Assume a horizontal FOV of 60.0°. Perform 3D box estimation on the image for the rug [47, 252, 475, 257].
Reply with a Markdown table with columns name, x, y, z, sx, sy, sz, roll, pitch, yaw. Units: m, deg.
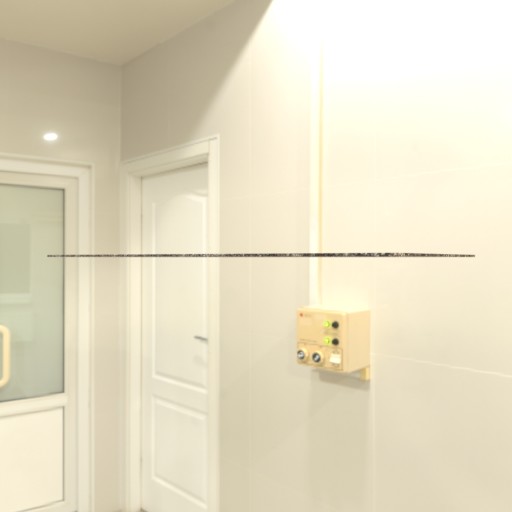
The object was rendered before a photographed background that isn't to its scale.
| name | x | y | z | sx | sy | sz | roll | pitch | yaw |
| --- | --- | --- | --- | --- | --- | --- | --- | --- | --- |
| rug | 0.000 | 0.000 | 2.230 | 1.814 | 0.012 | 1.186 | 0 | 0 | 36 |
